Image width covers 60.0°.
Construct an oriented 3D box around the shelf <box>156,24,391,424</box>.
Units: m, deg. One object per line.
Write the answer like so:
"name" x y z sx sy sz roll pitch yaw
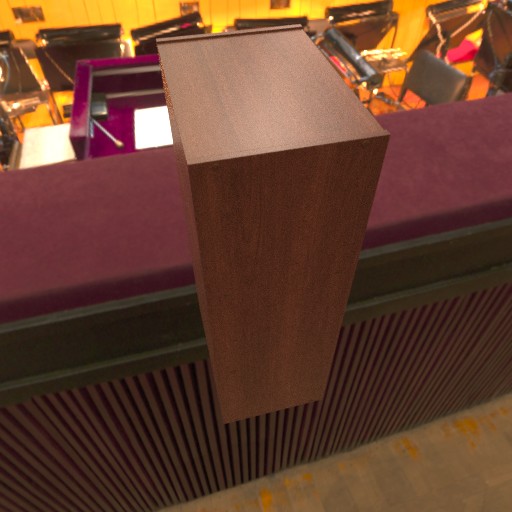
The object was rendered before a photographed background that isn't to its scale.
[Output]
"shelf" 0.000 0.000 1.065 0.290 0.879 0.414 -11 49 -10
